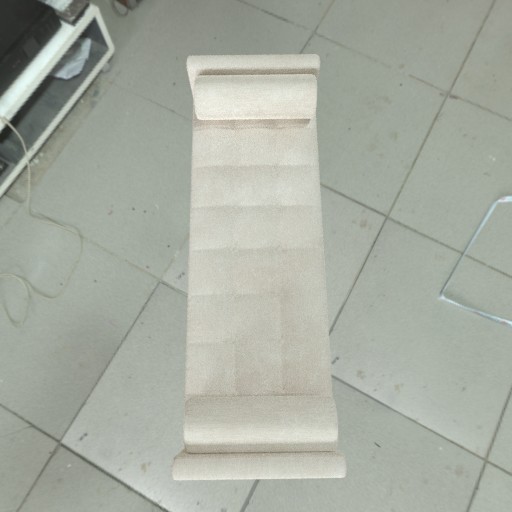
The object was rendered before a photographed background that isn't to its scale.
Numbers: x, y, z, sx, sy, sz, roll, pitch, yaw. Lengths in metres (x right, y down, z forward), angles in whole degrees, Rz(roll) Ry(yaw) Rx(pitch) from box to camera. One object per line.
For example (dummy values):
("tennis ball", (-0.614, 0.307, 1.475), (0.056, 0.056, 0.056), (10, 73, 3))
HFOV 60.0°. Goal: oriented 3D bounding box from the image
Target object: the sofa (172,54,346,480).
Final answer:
("sofa", (0.000, 0.000, 2.280), (0.686, 0.635, 1.981), (-1, 74, 0))
